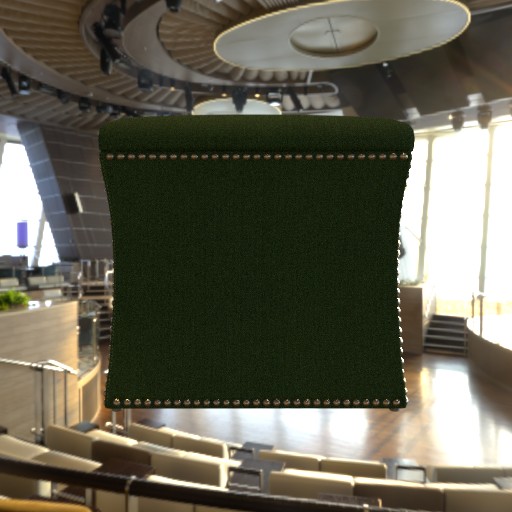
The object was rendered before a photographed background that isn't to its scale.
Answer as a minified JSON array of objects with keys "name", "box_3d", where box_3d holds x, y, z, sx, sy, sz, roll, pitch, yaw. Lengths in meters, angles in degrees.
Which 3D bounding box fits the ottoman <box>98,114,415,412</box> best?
[{"name":"ottoman","box_3d":[0.000,0.000,0.907,0.497,0.475,0.507,0,1,0]}]
